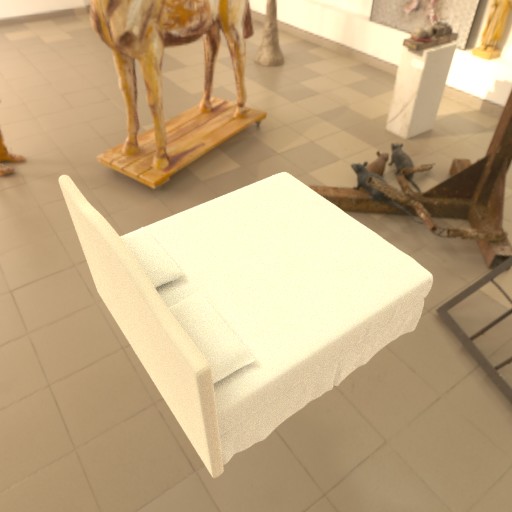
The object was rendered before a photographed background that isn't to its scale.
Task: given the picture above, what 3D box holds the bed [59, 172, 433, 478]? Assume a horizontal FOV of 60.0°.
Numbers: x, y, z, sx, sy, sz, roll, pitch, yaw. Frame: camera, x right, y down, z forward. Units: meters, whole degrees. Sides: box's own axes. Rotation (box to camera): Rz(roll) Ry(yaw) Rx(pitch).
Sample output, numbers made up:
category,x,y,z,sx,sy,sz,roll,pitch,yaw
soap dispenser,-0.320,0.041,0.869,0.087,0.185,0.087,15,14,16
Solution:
category,x,y,z,sx,sy,sz,roll,pitch,yaw
bed,0.000,0.000,3.560,2.182,1.421,2.083,-26,49,-25
